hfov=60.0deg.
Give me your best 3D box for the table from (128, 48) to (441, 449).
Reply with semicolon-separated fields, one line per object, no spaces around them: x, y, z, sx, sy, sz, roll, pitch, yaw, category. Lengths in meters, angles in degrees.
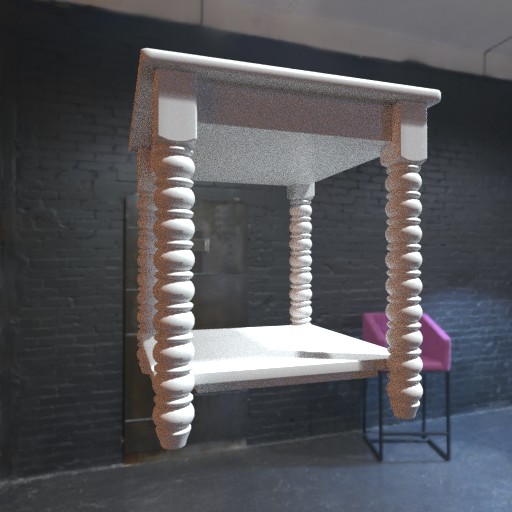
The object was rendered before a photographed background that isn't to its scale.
0.000;0.000;0.929;0.500;0.563;0.533;0;-1;-18;table
